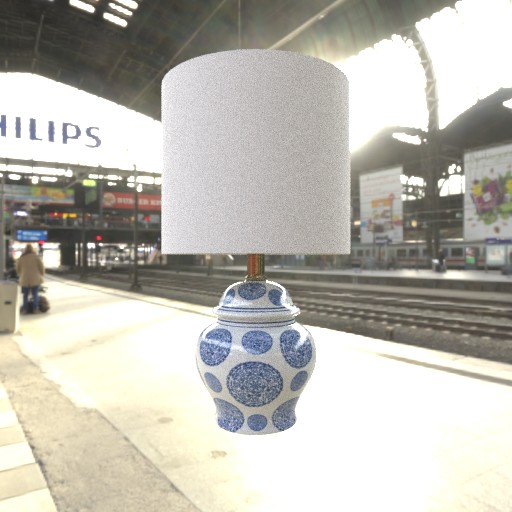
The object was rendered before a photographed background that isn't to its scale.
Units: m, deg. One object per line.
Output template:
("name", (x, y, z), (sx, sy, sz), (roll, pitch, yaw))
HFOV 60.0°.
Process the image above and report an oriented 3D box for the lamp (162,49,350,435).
("lamp", (0.000, 0.000, 0.515), (0.215, 0.381, 0.215), (0, 0, -37))
